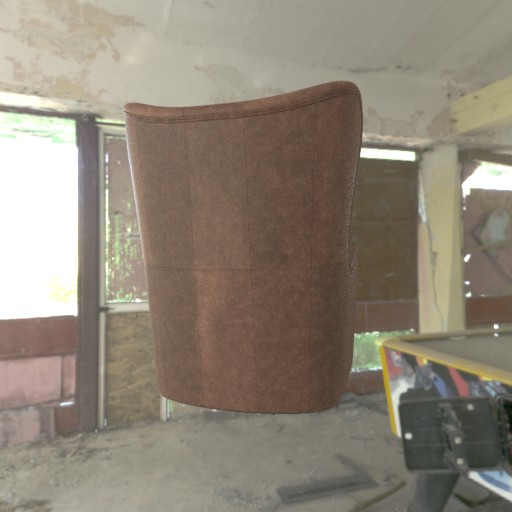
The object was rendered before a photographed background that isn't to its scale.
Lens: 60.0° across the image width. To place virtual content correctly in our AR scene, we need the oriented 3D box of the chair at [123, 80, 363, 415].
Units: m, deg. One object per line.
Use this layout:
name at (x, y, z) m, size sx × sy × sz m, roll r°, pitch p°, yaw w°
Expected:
chair at (0.000, 0.000, 1.745) m, size 0.831 × 1.079 × 0.930 m, roll 0°, pitch 0°, yaw 16°
